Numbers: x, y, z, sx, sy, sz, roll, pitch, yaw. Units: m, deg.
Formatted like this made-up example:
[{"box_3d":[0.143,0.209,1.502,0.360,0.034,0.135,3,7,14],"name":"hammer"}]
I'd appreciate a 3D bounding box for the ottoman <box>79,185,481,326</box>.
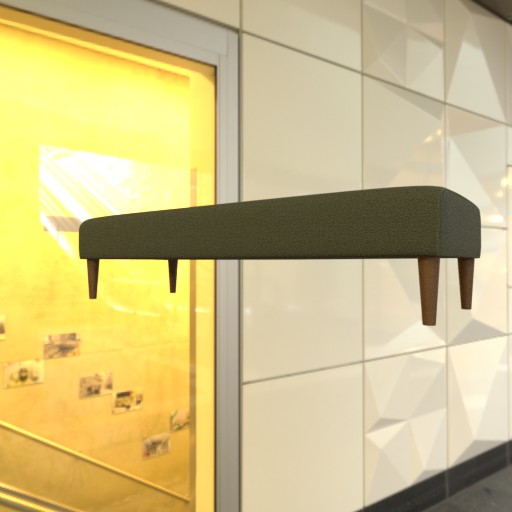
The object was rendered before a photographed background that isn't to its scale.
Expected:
[{"box_3d":[0.000,0.000,1.843,1.609,0.393,0.646,-1,-1,36],"name":"ottoman"}]
